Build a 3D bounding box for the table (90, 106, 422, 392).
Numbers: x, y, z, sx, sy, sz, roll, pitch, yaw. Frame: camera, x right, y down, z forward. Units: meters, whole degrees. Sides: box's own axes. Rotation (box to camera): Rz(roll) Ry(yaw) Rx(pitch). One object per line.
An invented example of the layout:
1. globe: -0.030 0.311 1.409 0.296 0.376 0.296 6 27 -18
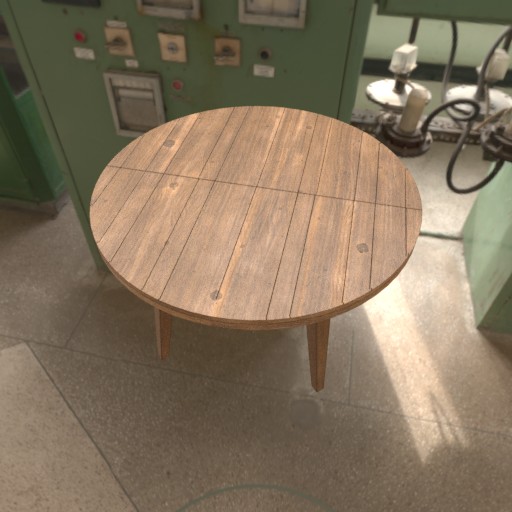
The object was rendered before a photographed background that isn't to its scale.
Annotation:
1. table: 0.000 0.000 1.947 1.213 0.764 1.213 0 47 0
